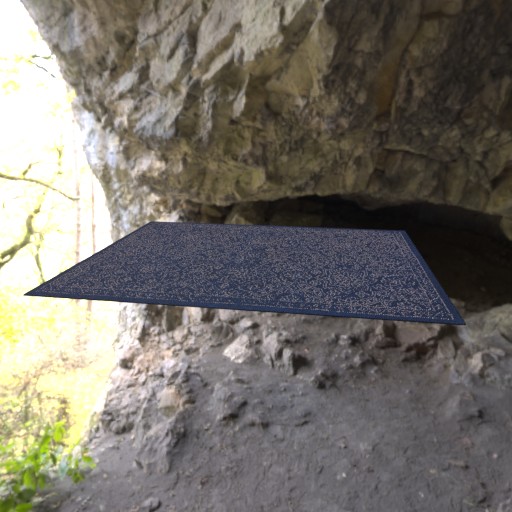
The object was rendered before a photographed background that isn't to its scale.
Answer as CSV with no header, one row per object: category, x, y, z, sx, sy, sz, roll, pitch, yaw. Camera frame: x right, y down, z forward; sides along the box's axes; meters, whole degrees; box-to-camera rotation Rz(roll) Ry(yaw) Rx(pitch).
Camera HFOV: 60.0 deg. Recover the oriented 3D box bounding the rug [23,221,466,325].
rug,0.000,0.000,4.132,3.048,0.010,2.438,3,17,9
